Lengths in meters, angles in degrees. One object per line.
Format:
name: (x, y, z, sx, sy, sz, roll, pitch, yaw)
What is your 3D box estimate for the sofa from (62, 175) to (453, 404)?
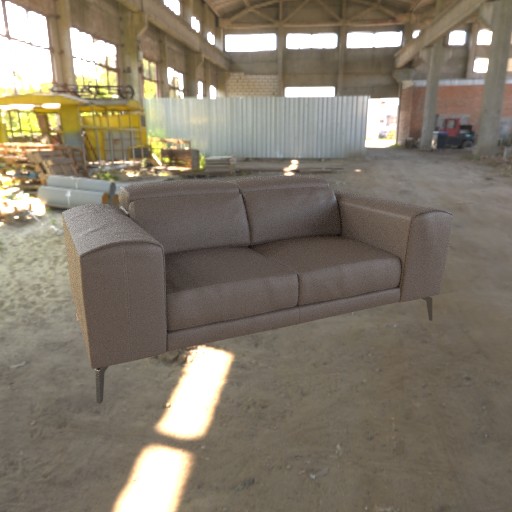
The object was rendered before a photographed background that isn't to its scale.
sofa: (0.000, 0.000, 2.436, 1.895, 0.779, 1.003, -8, 17, -25)
